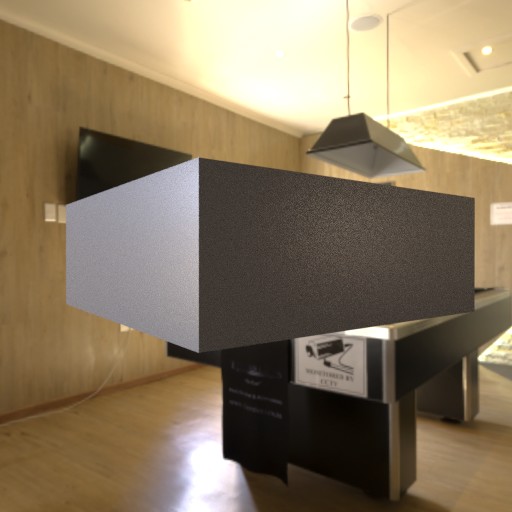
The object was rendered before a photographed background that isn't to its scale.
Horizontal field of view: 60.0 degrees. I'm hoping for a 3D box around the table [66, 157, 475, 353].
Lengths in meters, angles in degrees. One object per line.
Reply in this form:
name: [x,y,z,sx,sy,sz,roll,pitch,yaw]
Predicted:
table: [0.000,0.000,1.221,0.801,0.299,0.801,0,0,-36]
